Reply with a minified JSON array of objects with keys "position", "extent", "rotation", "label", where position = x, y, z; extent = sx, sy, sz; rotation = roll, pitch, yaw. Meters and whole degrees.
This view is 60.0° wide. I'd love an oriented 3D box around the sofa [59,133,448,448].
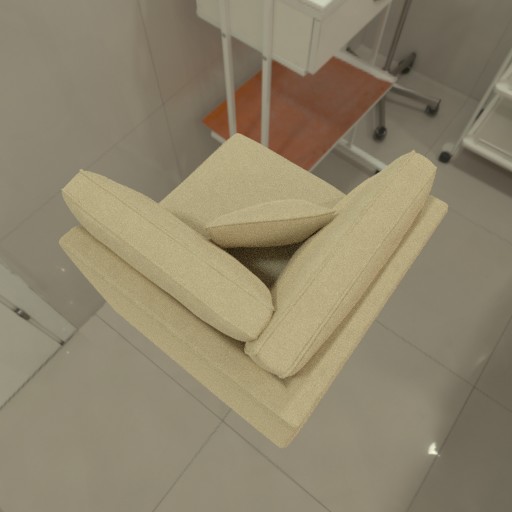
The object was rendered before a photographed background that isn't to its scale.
[{"position":[0.000,0.000,1.987],"extent":[1.146,1.002,1.084],"rotation":[34,68,16],"label":"sofa"}]
